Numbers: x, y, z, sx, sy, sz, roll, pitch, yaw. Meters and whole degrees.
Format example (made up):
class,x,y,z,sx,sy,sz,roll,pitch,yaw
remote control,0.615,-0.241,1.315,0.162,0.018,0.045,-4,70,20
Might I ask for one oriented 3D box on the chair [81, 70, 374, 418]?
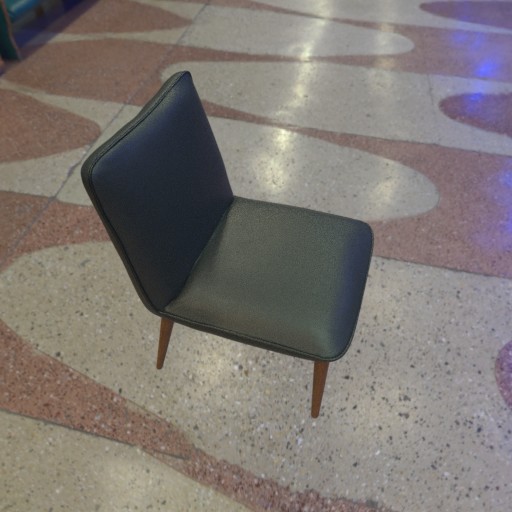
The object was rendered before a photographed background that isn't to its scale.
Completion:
class,x,y,z,sx,sy,sz,roll,pitch,yaw
chair,0.000,0.000,1.251,0.645,0.801,0.543,10,48,9
